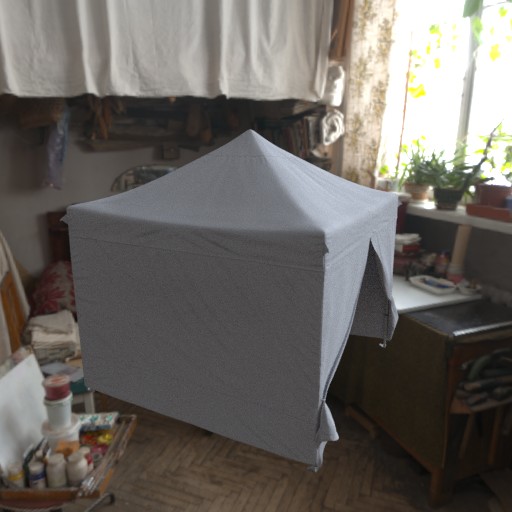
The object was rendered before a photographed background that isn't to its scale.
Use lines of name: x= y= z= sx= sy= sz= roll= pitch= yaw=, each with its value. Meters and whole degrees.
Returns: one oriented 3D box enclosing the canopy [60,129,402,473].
canopy: x=0.000 y=0.000 z=5.461 sx=3.121 sy=2.997 sz=3.043 roll=8 pitch=16 yaw=27
